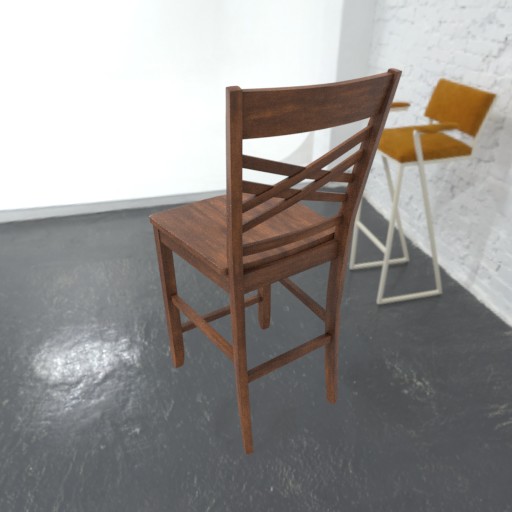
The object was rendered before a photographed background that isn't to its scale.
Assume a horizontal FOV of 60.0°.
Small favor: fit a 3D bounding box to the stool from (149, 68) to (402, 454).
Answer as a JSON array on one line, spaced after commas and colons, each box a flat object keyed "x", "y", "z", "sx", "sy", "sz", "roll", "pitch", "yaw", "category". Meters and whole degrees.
[{"x": 0.000, "y": 0.000, "z": 1.349, "sx": 0.462, "sy": 1.079, "sz": 0.539, "roll": -19, "pitch": 35, "yaw": -29, "category": "stool"}]
